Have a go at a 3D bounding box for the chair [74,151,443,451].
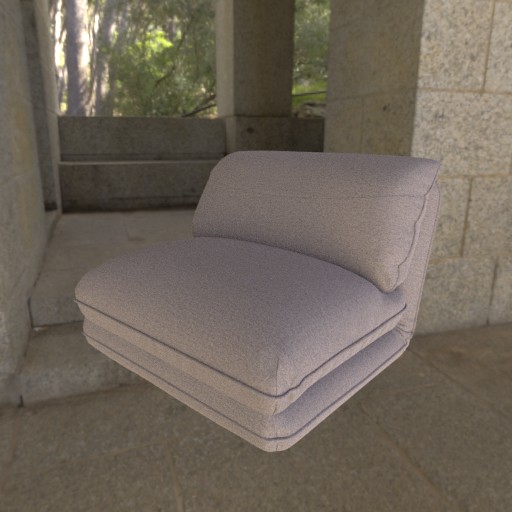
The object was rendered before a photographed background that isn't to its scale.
[{"bbox_3d":[0.000,0.000,1.305,0.820,0.580,0.780,13,20,40],"label":"chair"}]
